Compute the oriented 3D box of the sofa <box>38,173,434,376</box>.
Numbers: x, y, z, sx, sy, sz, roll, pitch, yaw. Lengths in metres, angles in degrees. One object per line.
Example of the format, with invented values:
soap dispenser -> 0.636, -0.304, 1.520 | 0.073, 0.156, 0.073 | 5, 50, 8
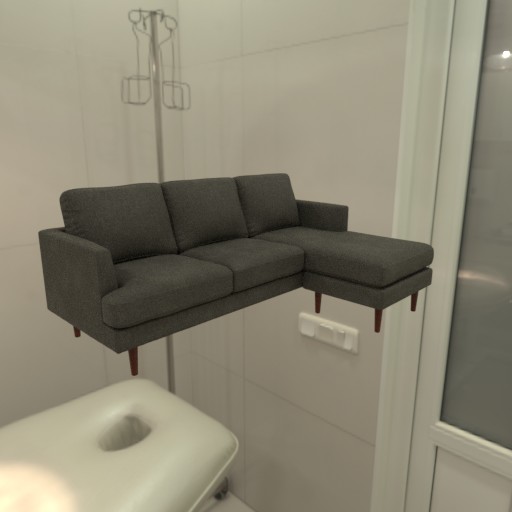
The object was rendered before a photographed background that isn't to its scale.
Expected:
sofa -> 0.000, 0.000, 2.957 | 1.504, 0.956, 2.233 | 14, 20, 43
